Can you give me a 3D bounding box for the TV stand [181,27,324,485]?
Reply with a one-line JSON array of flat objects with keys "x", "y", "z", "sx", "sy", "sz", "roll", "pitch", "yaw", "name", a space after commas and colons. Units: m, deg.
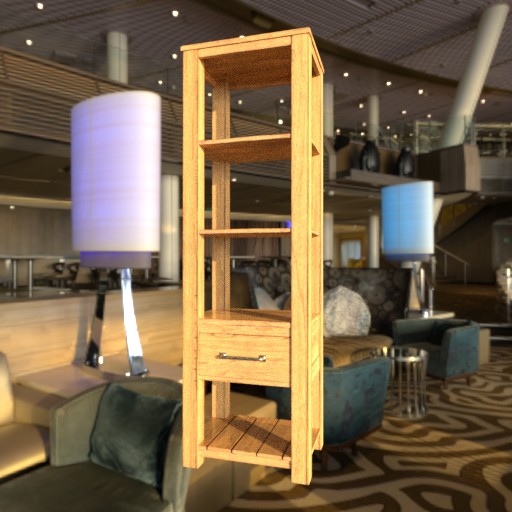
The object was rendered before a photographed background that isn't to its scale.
[{"x": 0.000, "y": 0.000, "z": 2.034, "sx": 0.565, "sy": 1.828, "sz": 0.435, "roll": 0, "pitch": 0, "yaw": 17, "name": "TV stand"}]
